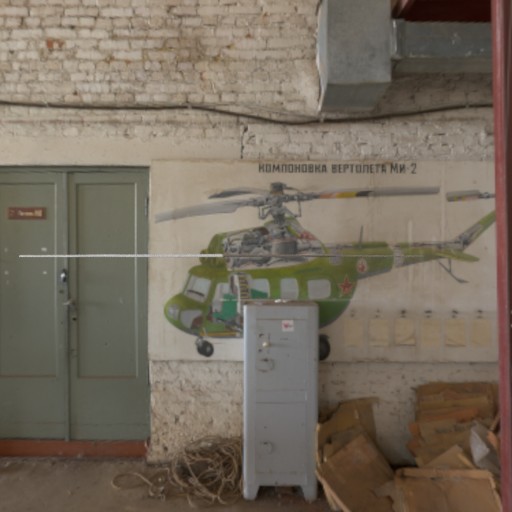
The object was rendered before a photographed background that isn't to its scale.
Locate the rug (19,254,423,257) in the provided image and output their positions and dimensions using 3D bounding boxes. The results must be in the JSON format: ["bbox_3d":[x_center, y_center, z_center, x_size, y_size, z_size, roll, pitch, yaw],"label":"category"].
[{"bbox_3d":[0.000,0.000,3.045,1.545,0.016,2.460,0,0,37],"label":"rug"}]
